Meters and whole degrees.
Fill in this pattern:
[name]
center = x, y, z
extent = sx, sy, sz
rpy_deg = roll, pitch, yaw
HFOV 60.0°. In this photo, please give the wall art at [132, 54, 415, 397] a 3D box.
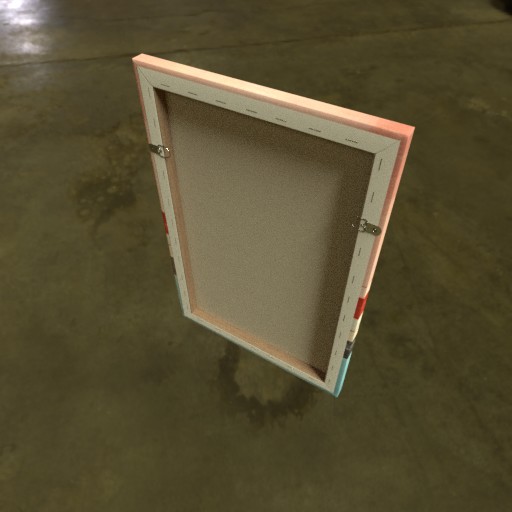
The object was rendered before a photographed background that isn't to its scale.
[wall art]
center = 0.000, 0.000, 1.178
extent = 0.610, 0.914, 0.038
rpy_deg = 24, 50, 21
